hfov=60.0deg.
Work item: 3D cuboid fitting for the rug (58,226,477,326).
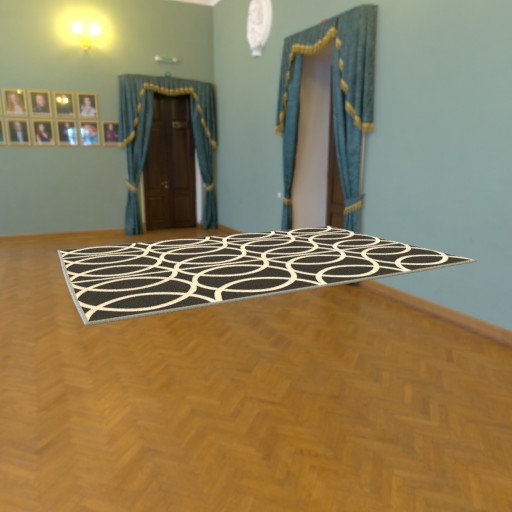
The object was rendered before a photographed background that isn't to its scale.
[{"bbox_3d":[0.000,0.000,2.876,2.294,0.014,1.528,-7,14,-27],"label":"rug"}]
